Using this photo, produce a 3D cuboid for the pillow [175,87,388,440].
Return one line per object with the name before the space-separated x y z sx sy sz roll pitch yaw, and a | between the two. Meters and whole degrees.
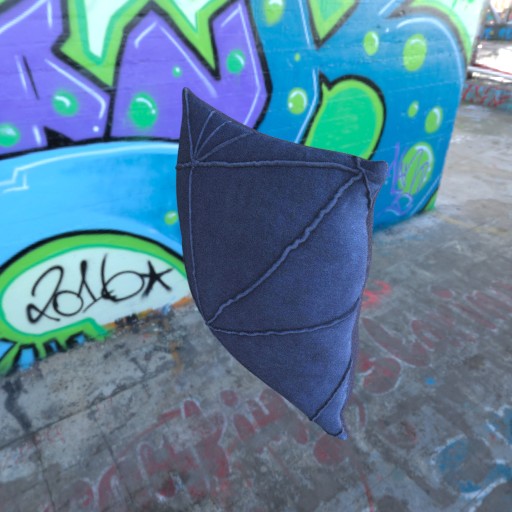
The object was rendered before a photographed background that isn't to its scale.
pillow | 0.000 0.000 0.691 0.183 0.440 0.439 -20 37 -30
